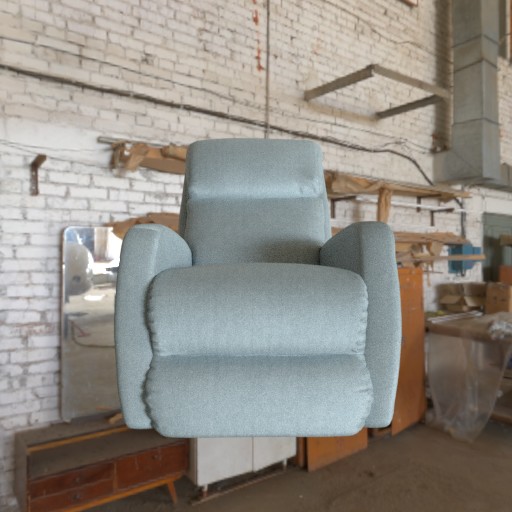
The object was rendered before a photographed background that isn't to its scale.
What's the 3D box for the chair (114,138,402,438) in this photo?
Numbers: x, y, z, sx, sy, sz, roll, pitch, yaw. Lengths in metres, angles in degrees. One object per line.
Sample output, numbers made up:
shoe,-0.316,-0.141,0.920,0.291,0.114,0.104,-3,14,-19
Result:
chair,0.000,0.000,1.610,0.794,1.016,0.940,0,0,-1
